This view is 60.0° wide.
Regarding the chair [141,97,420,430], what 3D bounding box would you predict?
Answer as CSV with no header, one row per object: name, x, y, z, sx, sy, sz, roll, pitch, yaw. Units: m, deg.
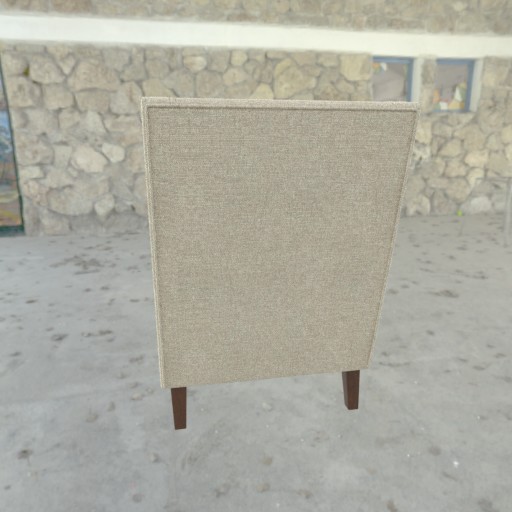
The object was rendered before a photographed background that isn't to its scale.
chair,0.000,0.000,1.725,0.764,1.082,0.948,-3,14,-10
